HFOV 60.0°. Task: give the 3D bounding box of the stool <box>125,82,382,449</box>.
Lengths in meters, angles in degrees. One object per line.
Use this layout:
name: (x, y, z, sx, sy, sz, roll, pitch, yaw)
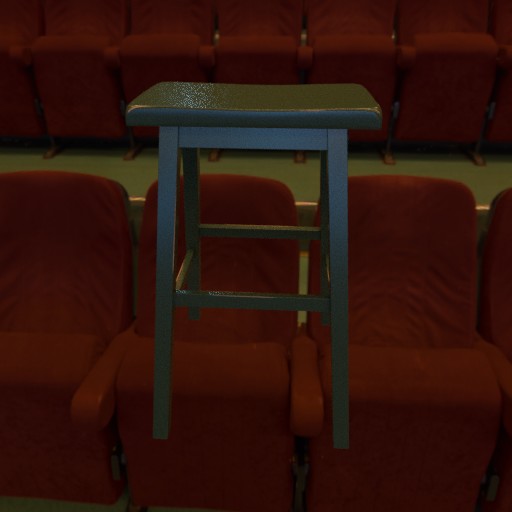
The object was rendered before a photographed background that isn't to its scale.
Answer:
stool: (0.000, 0.000, 1.049, 0.457, 0.737, 0.476, 2, 31, 3)
